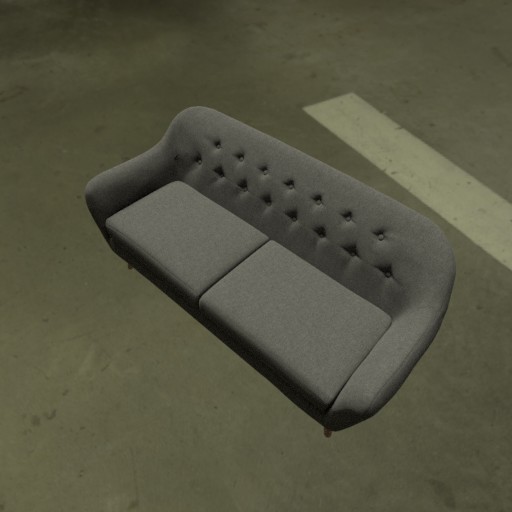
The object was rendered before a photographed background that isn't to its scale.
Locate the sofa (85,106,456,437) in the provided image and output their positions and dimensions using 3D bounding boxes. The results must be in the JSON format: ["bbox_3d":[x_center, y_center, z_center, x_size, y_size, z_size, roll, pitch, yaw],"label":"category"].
[{"bbox_3d":[0.000,0.000,2.264,1.840,0.820,0.820,34,56,27],"label":"sofa"}]
